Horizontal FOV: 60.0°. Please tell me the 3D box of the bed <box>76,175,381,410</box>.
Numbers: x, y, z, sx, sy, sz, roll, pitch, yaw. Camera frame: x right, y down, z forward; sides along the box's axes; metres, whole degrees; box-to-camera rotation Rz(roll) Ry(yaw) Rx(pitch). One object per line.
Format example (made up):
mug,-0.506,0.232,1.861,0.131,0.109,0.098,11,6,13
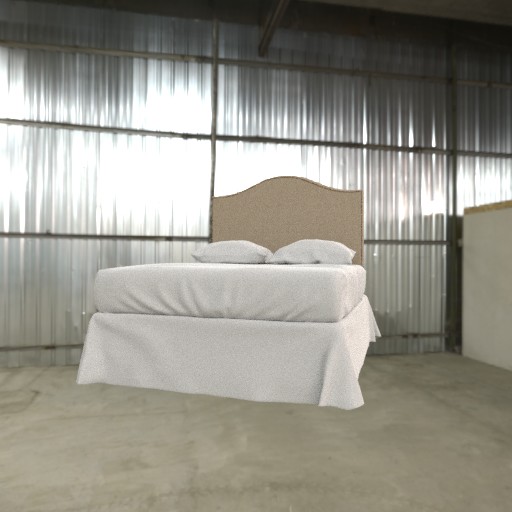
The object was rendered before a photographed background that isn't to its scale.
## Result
bed,0.000,0.000,3.578,1.876,1.645,2.221,0,0,18
